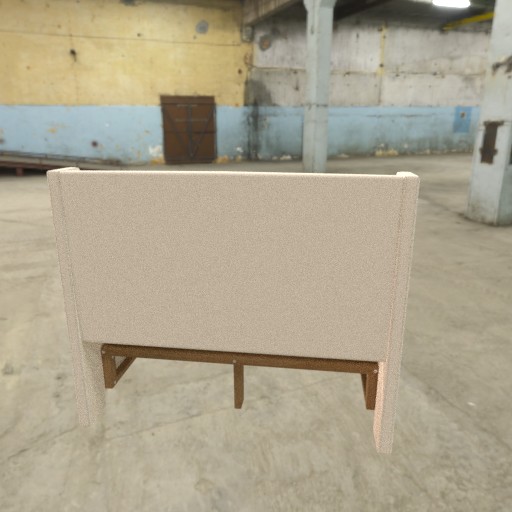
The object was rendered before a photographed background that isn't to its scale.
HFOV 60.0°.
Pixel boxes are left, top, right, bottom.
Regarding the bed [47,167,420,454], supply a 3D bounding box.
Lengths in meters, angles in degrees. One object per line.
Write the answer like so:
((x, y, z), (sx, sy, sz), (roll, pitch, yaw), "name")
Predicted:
((0.000, 0.000, 3.336), (1.765, 1.471, 2.280), (2, 17, 7), "bed")
